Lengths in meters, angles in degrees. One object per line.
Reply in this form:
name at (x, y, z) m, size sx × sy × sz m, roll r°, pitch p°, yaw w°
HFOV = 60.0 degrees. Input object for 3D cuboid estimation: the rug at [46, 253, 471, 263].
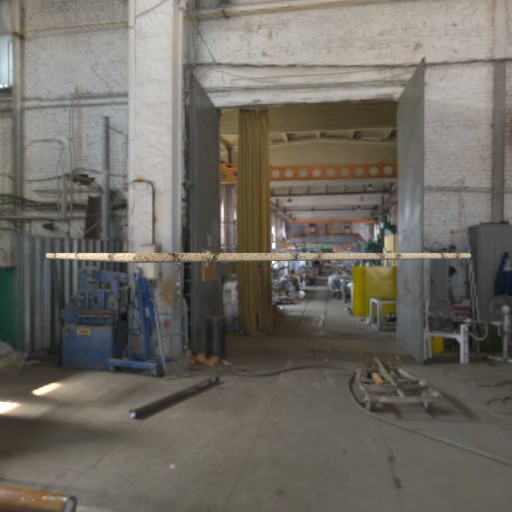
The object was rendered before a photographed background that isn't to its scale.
rug at (0.000, 0.000, 2.072) m, size 1.600 × 0.025 × 1.200 m, roll 0°, pitch 0°, yaw -35°
